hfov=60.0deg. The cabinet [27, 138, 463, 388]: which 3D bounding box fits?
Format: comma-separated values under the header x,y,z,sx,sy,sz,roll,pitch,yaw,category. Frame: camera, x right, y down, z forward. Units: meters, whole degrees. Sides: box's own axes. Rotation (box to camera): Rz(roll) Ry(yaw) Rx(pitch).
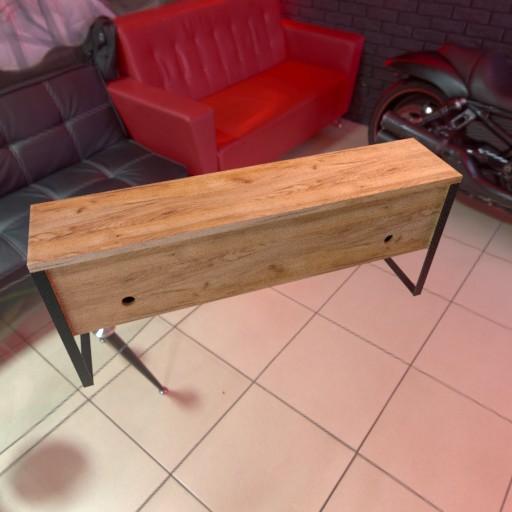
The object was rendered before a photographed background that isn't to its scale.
x,y,z,sx,sy,sz,roll,pitch,yaw,category
0.000,0.000,2.134,1.800,0.762,0.395,-13,43,-14,cabinet
